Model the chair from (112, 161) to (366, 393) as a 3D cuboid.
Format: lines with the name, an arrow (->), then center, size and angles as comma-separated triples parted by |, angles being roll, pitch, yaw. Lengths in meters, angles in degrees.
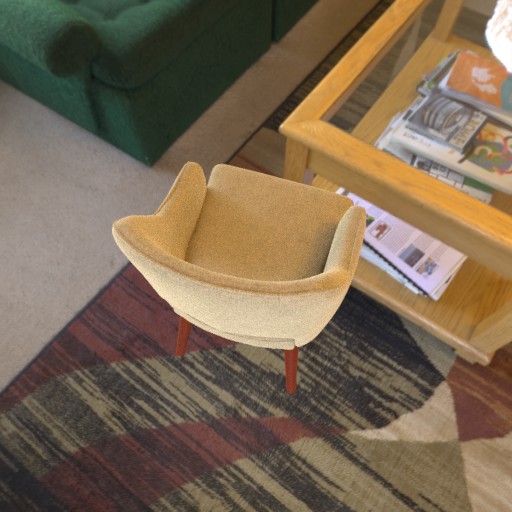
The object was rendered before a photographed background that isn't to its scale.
chair -> 0.000, 0.000, 1.264 | 0.548, 0.849, 0.605 | 16, 64, 8
